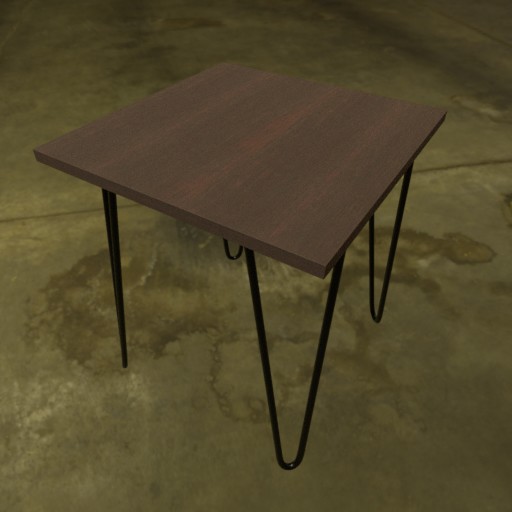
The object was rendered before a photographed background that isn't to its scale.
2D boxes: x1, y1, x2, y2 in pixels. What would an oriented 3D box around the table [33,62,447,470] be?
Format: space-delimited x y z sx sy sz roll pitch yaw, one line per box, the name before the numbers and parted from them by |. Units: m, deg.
table | 0.000 0.000 0.916 0.495 0.559 0.495 23 46 24
